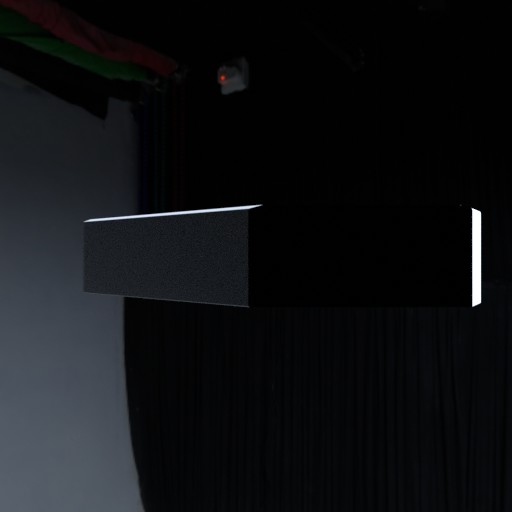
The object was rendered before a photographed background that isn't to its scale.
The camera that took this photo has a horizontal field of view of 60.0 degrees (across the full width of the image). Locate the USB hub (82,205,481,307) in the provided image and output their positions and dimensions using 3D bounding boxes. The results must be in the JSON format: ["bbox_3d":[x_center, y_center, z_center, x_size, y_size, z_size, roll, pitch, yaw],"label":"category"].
[{"bbox_3d":[0.000,0.000,0.126,0.110,0.023,0.044,0,0,37],"label":"USB hub"}]
